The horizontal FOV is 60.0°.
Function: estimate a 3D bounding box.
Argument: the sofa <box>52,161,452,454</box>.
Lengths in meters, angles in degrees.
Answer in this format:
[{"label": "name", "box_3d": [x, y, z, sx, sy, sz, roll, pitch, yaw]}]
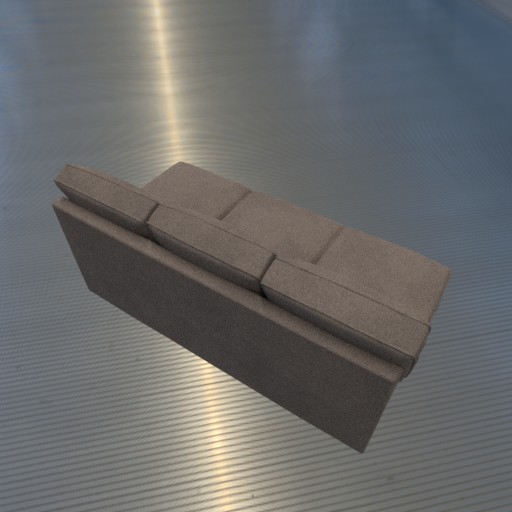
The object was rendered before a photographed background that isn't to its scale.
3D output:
[{"label": "sofa", "box_3d": [0.000, 0.000, 2.486, 1.962, 0.973, 1.027, 25, 51, 22]}]
